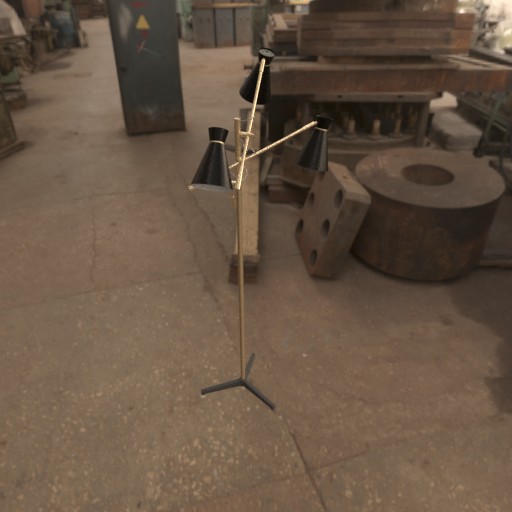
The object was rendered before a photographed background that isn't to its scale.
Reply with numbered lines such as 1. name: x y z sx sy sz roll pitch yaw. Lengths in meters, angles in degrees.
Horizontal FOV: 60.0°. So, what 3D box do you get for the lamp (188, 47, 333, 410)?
1. lamp: 0.000 0.000 2.177 0.653 1.804 0.750 -8 33 -13
